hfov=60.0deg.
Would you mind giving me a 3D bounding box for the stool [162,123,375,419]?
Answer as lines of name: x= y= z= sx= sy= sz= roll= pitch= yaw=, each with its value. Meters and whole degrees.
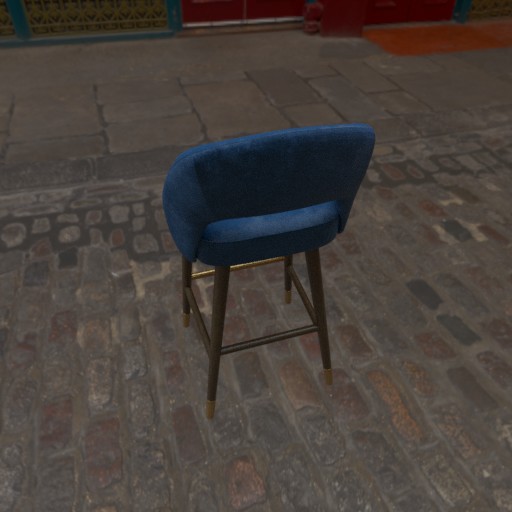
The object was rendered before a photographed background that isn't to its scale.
stool: x=0.000 y=0.000 z=1.365 sx=0.514 sy=1.016 sz=0.515 roll=-11 pitch=41 yaw=-13
